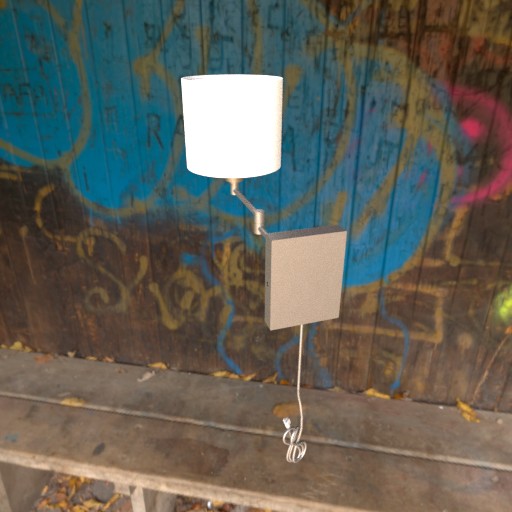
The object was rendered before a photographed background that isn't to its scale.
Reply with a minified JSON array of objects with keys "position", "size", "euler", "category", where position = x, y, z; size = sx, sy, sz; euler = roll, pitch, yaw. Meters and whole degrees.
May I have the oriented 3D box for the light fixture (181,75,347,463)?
[{"position":[0.000,0.000,0.898],"size":[0.203,0.651,0.516],"euler":[-8,27,-16],"category":"light fixture"}]
